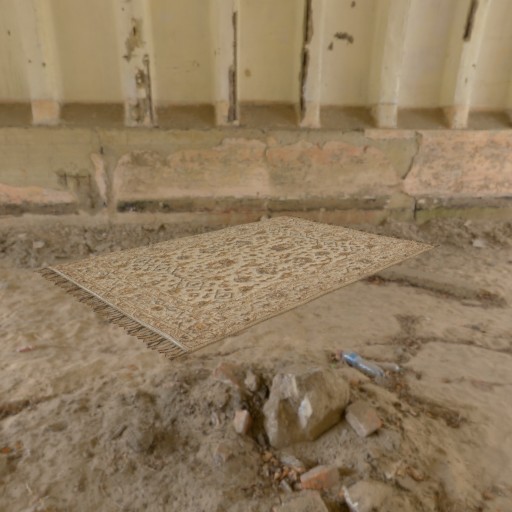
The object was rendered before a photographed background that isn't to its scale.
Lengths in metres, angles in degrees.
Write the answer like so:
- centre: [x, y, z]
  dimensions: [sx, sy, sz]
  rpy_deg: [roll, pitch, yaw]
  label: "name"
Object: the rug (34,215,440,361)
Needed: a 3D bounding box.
- centre: [0.000, 0.000, 3.074]
  dimensions: [2.434, 0.027, 1.529]
  rpy_deg: [-16, 23, -42]
  label: "rug"
